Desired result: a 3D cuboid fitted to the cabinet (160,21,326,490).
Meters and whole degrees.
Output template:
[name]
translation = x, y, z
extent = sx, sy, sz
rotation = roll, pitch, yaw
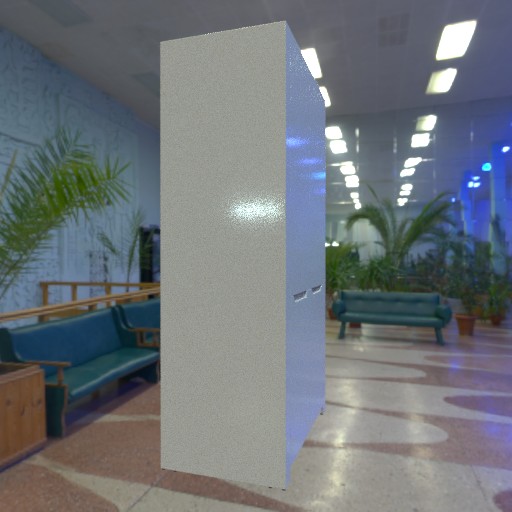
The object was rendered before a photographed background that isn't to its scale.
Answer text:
[cabinet]
translation = 0.000, 0.000, 2.363
extent = 0.580, 1.920, 0.980
rotation = 0, 0, 18
